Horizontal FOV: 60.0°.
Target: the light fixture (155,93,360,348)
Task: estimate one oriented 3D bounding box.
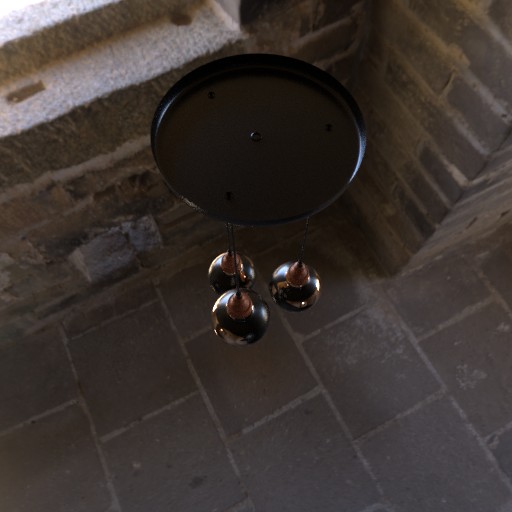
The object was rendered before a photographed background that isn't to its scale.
[{"bbox_3d":[0.000,0.000,1.772,0.608,1.410,0.605,15,65,7],"label":"light fixture"}]
